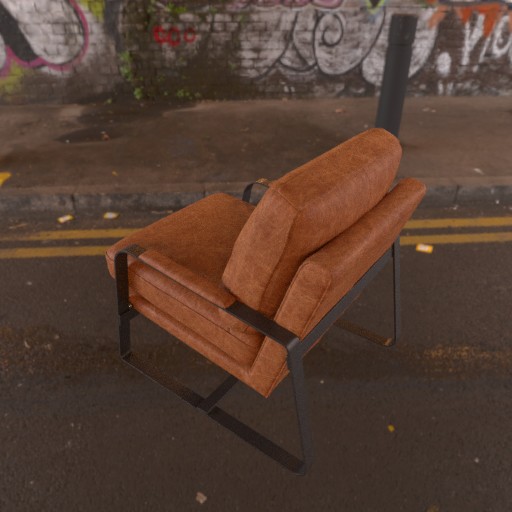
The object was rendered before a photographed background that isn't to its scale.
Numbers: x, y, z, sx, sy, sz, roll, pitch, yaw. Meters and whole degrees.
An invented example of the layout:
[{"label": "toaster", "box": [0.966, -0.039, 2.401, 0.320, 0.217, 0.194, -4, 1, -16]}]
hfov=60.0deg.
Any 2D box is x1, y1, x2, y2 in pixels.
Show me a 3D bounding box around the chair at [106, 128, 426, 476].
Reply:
[{"label": "chair", "box": [0.000, 0.000, 1.379, 0.801, 0.777, 0.651, 21, 38, 30]}]
